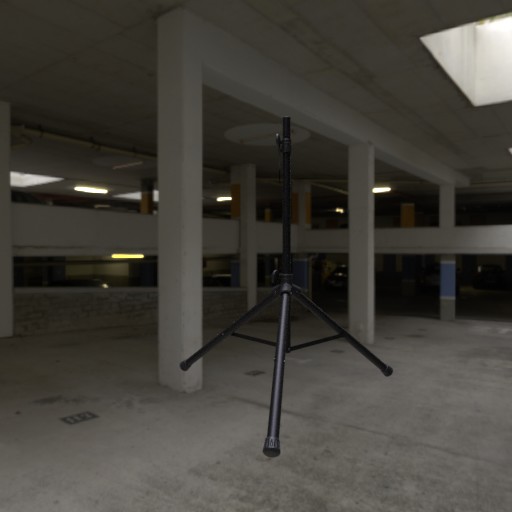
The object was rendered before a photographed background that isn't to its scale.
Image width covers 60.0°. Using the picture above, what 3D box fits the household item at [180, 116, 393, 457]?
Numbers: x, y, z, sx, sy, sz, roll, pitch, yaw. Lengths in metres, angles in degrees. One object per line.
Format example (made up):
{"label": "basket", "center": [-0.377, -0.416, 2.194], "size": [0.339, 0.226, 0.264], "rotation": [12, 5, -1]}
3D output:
{"label": "household item", "center": [0.000, 0.000, 1.913], "size": [0.907, 1.136, 1.045], "rotation": [1, 1, 37]}
